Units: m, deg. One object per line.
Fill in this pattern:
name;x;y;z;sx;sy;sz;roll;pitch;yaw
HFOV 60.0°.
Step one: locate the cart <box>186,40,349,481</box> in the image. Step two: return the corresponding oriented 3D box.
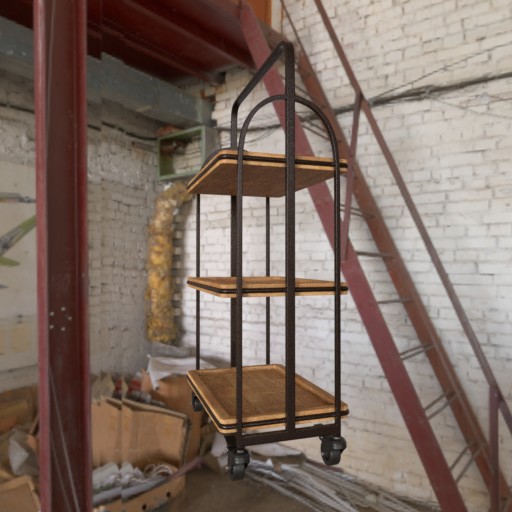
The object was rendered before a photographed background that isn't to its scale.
cart;0.000;0.000;1.243;0.327;1.001;0.553;0;-1;-18
